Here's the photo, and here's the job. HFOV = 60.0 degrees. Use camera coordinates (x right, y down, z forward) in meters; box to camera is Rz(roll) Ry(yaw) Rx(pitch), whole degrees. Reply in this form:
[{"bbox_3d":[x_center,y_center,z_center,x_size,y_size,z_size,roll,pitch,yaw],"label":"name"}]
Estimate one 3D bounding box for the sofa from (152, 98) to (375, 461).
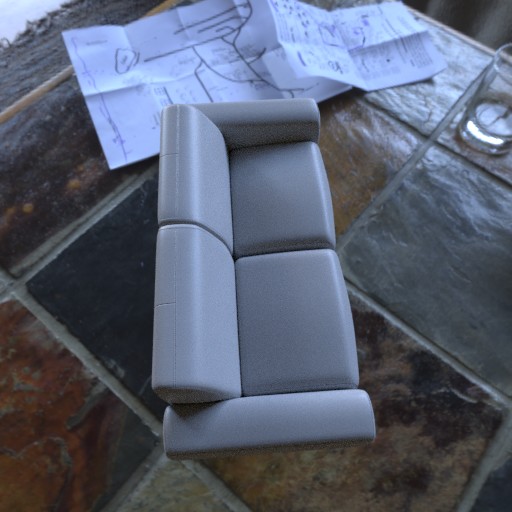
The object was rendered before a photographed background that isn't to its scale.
[{"bbox_3d":[0.000,0.000,2.327,0.900,0.772,1.901,-4,63,-2],"label":"sofa"}]
